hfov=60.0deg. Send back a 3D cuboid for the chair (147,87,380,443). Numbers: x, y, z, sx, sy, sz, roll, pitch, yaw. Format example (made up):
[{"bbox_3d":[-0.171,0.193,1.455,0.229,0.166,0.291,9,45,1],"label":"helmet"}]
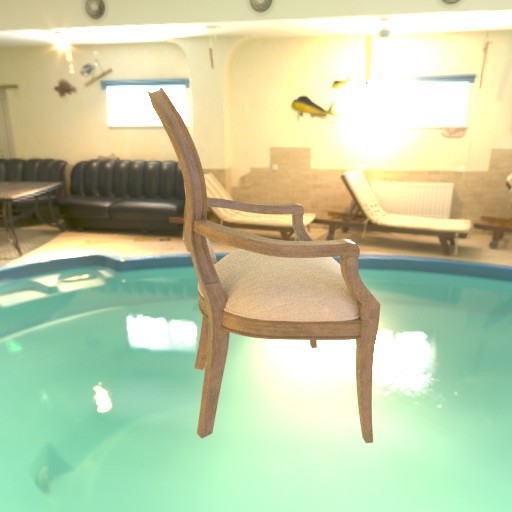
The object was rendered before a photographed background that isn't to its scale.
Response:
[{"bbox_3d":[0.000,0.000,1.400,0.602,0.991,0.611,-3,17,-8],"label":"chair"}]
